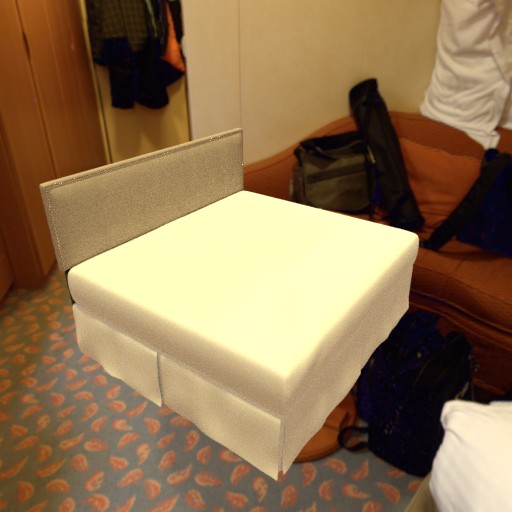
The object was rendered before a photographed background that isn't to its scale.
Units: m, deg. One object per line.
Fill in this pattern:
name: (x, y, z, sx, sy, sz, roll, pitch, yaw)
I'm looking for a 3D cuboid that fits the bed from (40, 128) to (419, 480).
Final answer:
bed: (0.000, 0.000, 3.384, 1.914, 1.346, 2.170, 19, 33, 31)
